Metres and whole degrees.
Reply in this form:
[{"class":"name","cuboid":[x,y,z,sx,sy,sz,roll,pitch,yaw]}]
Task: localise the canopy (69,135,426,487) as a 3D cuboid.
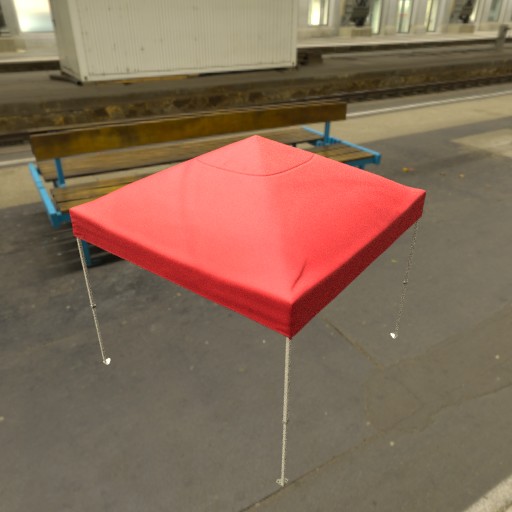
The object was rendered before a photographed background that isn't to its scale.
[{"class":"canopy","cuboid":[0.000,0.000,5.531,2.996,2.997,2.998,21,35,32]}]
